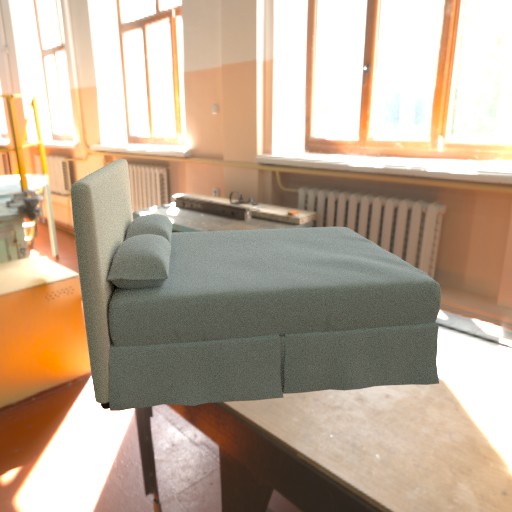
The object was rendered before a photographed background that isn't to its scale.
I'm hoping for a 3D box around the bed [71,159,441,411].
[{"bbox_3d":[0.000,0.000,3.278,2.142,1.330,1.748,-3,17,-9],"label":"bed"}]
